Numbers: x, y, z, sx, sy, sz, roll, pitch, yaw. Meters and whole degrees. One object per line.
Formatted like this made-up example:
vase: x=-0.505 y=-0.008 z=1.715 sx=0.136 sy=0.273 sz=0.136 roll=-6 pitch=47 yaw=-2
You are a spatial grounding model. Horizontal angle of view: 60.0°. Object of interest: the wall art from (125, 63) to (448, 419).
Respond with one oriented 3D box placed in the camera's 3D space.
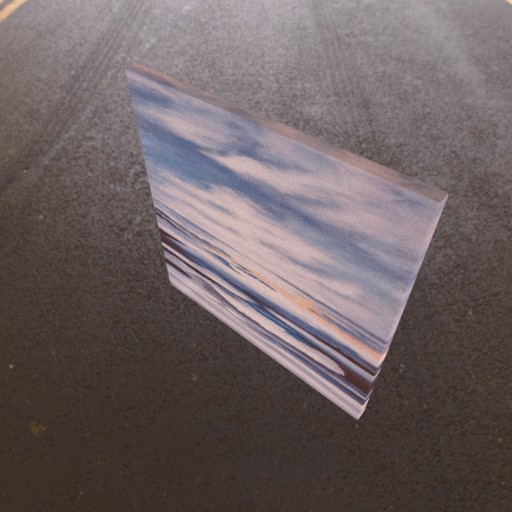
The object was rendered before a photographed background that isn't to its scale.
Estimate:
wall art: x=0.000 y=0.000 z=1.103 sx=0.747 sy=0.747 sz=0.035 roll=31 pitch=53 yaw=27
